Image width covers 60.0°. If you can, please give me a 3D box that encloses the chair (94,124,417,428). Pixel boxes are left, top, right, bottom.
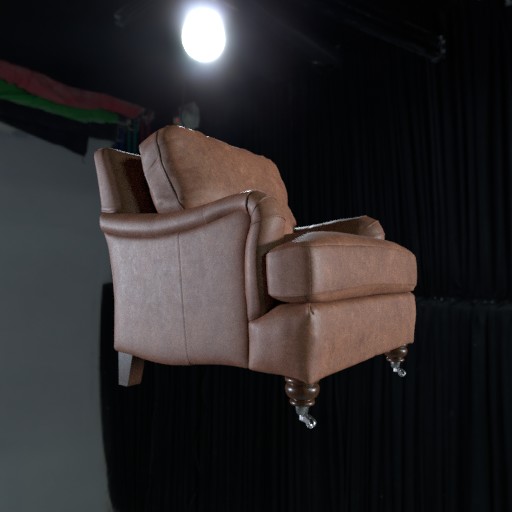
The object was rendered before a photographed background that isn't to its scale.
[{"bbox_3d":[0.000,0.000,1.948,1.158,1.055,0.986,-1,-2,37],"label":"chair"}]
